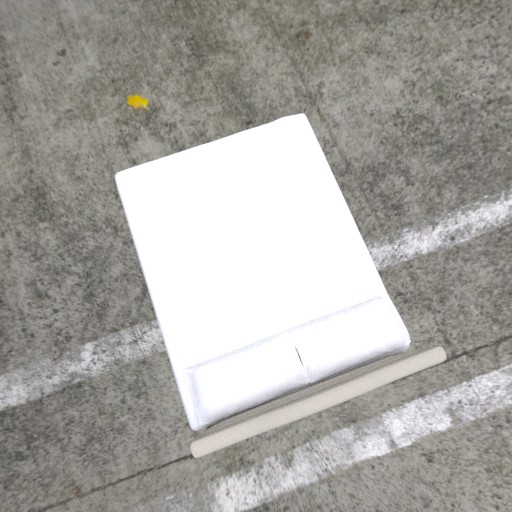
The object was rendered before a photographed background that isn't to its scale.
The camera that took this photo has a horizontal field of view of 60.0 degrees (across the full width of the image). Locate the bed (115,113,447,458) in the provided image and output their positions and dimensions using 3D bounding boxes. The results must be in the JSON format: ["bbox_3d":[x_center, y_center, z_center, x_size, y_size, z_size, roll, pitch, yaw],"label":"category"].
[{"bbox_3d":[0.000,0.000,3.658,1.977,1.437,2.477,-19,75,-6],"label":"bed"}]
